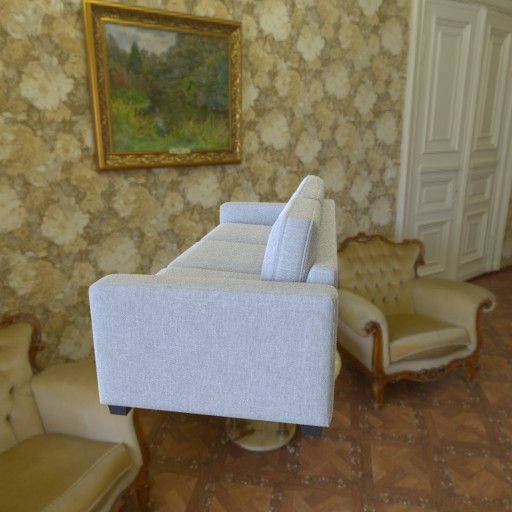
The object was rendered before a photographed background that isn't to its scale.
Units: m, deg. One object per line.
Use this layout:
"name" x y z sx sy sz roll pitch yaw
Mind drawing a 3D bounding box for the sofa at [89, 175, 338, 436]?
"sofa" 0.000 0.000 2.562 0.900 0.800 2.120 2 15 9
